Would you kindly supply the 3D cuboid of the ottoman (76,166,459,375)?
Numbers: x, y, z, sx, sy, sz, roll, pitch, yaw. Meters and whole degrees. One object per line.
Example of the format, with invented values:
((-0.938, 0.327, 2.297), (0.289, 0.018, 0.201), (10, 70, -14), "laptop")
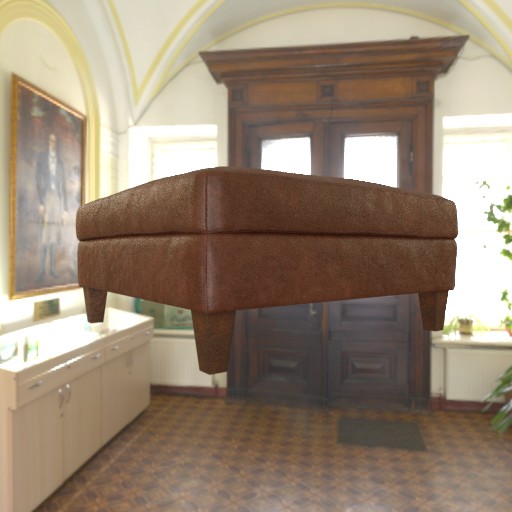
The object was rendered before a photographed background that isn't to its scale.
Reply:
((0.000, 0.000, 1.316), (0.844, 0.415, 0.836), (0, 1, -37), "ottoman")
